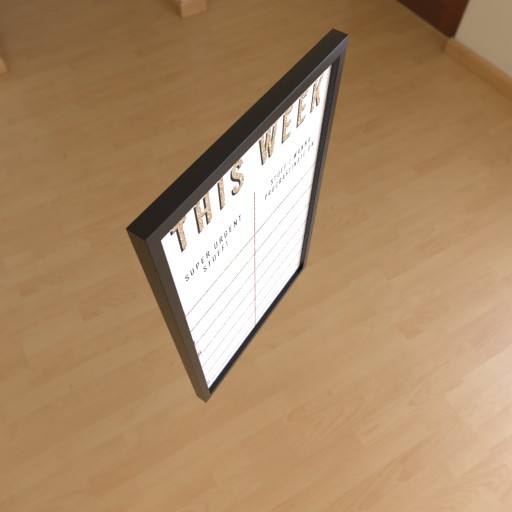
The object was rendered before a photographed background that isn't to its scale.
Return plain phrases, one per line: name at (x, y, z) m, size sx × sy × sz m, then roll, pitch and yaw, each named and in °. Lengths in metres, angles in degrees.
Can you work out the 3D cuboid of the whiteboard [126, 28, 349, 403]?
whiteboard at (0.000, 0.000, 0.768) m, size 0.026 × 0.611 × 0.406 m, roll 30°, pitch 63°, yaw 18°
